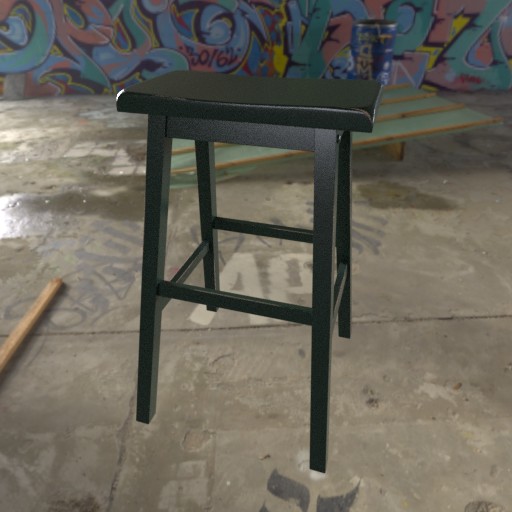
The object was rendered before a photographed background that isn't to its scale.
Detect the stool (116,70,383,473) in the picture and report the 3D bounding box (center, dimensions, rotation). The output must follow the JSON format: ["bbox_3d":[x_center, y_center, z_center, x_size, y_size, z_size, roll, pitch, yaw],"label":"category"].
[{"bbox_3d":[0.000,0.000,1.008,0.457,0.737,0.476,9,33,14],"label":"stool"}]
